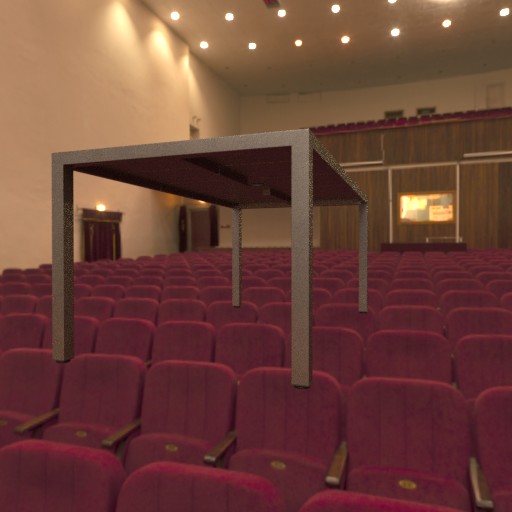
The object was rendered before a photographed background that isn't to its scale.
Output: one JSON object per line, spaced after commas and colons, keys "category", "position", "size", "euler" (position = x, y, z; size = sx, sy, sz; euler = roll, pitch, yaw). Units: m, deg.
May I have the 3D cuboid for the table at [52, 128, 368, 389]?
{"category": "table", "position": [0.000, 0.000, 2.182], "size": [0.914, 0.735, 1.680], "euler": [0, 1, 20]}
